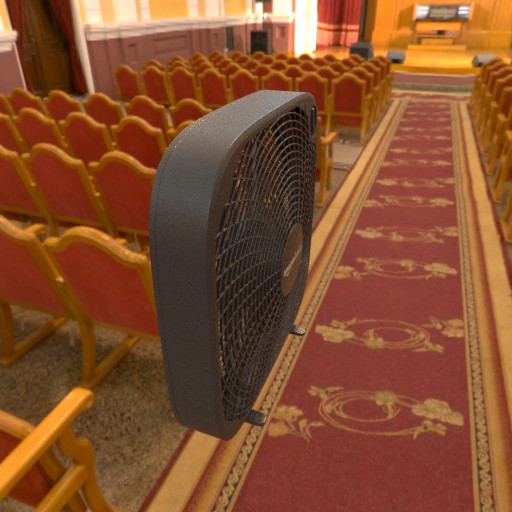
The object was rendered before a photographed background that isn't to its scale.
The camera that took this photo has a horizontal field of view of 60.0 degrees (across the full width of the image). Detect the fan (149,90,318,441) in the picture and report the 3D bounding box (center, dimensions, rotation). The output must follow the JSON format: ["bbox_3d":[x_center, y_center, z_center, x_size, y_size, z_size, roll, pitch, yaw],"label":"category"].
[{"bbox_3d":[0.000,0.000,0.806,0.142,0.533,0.526,11,32,18],"label":"fan"}]
